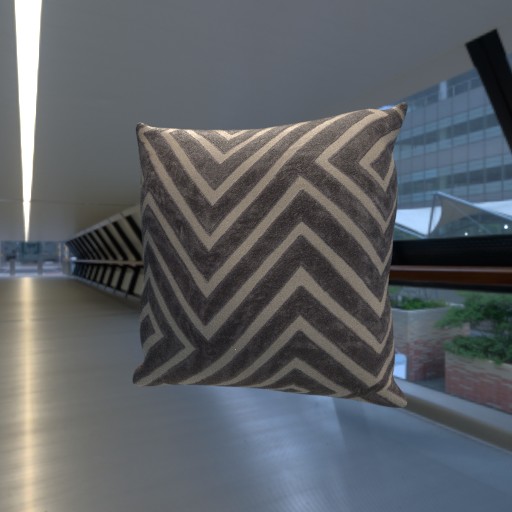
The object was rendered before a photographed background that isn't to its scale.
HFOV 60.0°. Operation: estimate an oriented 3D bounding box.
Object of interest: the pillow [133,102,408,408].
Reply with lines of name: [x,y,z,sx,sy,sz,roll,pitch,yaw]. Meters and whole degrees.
pillow: [0.000,0.000,0.678,0.440,0.441,0.182,0,1,17]
